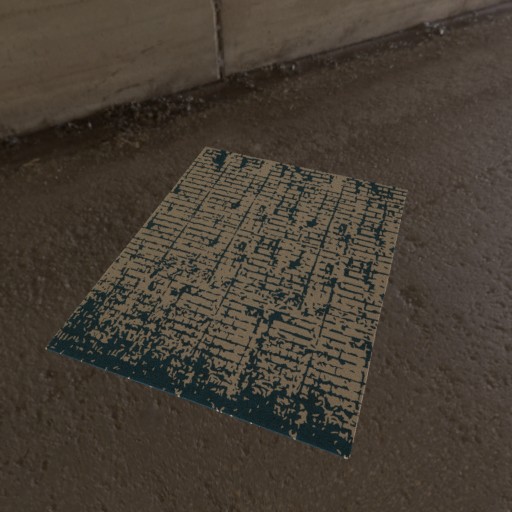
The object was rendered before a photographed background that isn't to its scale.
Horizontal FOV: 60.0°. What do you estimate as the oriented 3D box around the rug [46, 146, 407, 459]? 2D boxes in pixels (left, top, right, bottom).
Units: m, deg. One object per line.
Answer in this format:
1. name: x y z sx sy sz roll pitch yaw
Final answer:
1. rug: 0.000 0.000 4.162 2.416 0.014 3.017 15 49 14
